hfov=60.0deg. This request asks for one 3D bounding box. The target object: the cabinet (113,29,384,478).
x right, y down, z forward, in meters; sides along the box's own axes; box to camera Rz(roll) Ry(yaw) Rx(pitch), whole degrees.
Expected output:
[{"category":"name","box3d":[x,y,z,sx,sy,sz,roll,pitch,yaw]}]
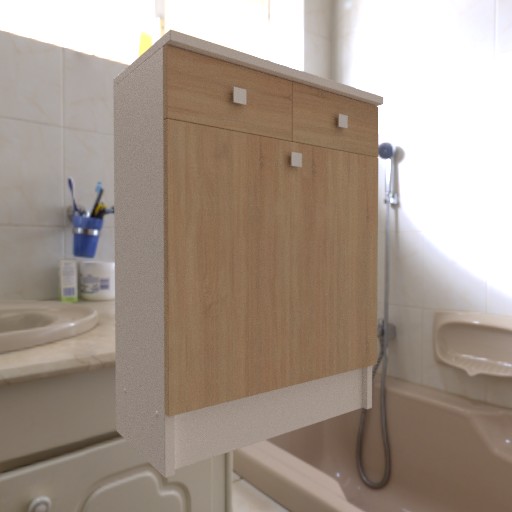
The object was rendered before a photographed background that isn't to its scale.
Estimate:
[{"category":"cabinet","box3d":[0.000,0.000,1.087,0.600,0.815,0.296,-1,2,-37]}]
